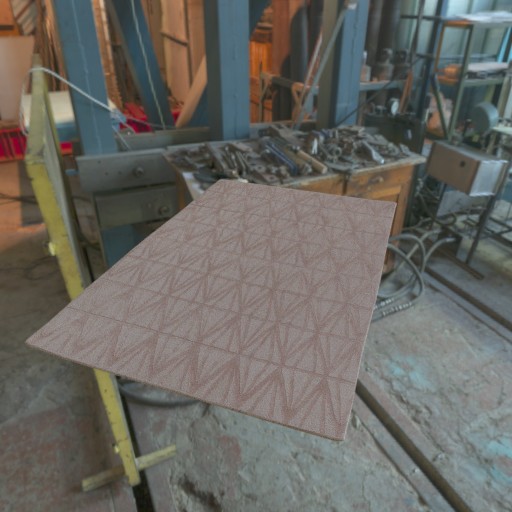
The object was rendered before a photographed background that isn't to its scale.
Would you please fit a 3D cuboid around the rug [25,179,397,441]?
[{"bbox_3d":[0.000,0.000,2.239,1.230,0.025,1.837,11,33,17],"label":"rug"}]
